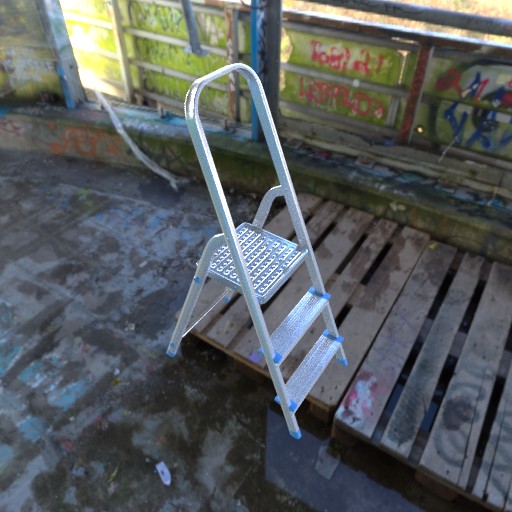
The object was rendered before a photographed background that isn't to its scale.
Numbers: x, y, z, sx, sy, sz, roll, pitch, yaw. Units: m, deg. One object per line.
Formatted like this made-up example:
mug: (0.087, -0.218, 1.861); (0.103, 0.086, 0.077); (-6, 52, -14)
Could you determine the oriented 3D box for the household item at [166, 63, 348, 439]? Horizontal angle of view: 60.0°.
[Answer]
household item: (0.000, 0.000, 1.542); (0.687, 1.215, 0.420); (25, 48, 25)
